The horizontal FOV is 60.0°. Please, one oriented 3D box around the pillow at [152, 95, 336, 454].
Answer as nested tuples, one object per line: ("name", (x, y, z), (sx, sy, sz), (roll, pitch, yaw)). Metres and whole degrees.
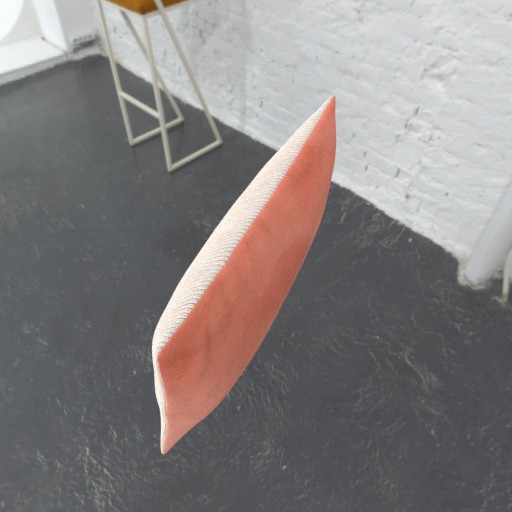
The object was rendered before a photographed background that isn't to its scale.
("pillow", (0.000, 0.000, 0.748), (0.155, 0.307, 0.608), (18, 49, 16))
